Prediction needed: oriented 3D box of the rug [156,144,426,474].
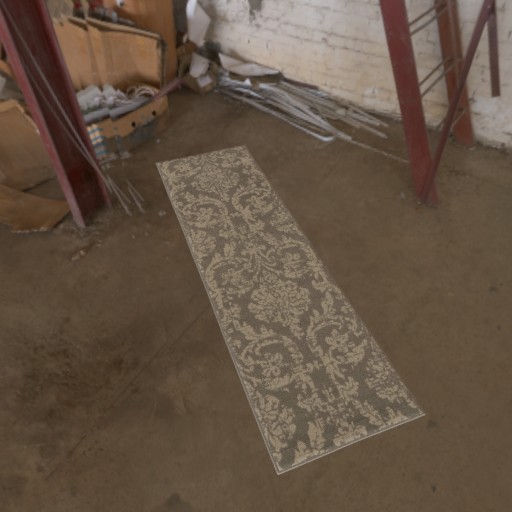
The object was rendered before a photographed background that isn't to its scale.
[{"bbox_3d":[0.000,0.000,2.457,0.662,0.011,2.196,-15,48,-14],"label":"rug"}]
